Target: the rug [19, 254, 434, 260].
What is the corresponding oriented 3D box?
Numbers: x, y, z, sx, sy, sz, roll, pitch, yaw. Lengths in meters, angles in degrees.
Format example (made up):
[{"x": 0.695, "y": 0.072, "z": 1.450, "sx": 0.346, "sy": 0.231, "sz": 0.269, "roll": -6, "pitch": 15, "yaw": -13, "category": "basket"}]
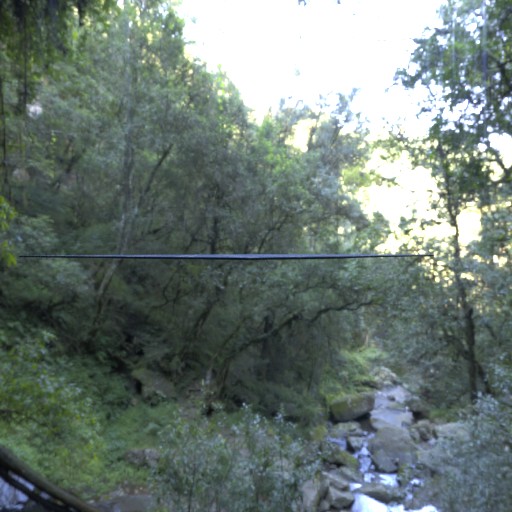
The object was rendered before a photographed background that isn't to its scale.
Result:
[{"x": 0.000, "y": 0.000, "z": 4.291, "sx": 2.432, "sy": 0.018, "sz": 3.342, "roll": 0, "pitch": 1, "yaw": 37, "category": "rug"}]
